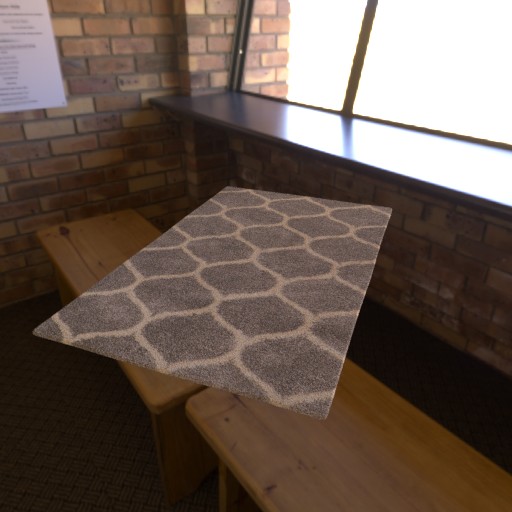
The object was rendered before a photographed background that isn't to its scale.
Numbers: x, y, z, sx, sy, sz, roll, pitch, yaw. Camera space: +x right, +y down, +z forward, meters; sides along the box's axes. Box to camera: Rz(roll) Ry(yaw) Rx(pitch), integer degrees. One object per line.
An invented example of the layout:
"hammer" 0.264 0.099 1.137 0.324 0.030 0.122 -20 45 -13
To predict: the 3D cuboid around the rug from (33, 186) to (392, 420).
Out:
"rug" 0.000 0.000 2.934 1.501 0.025 2.348 10 30 19
